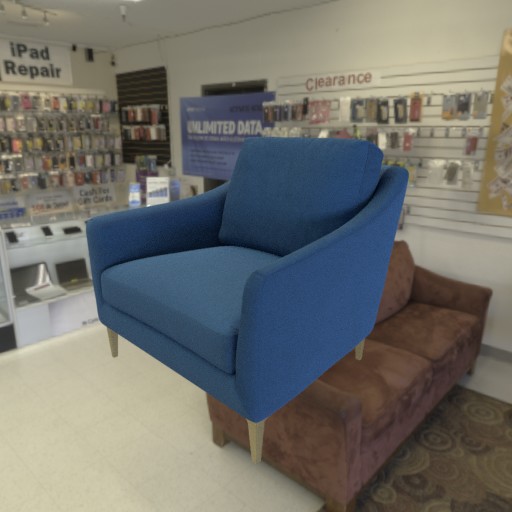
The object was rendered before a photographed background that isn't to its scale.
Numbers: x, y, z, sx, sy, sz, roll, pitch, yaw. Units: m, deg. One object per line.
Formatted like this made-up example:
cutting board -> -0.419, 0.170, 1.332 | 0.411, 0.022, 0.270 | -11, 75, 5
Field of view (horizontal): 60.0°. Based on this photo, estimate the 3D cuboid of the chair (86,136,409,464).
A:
chair -> 0.000, 0.000, 1.750 | 0.961, 0.899, 0.987 | -15, 22, -42
